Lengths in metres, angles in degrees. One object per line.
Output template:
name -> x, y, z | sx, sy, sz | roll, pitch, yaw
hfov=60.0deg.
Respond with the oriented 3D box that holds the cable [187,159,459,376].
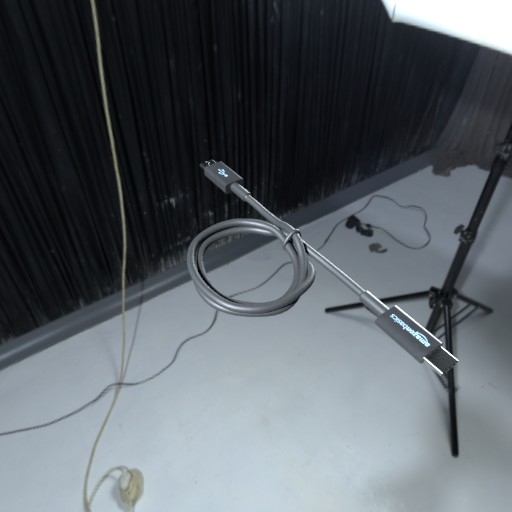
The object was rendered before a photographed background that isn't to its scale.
cable -> 0.000, 0.000, 0.221 | 0.070, 0.014, 0.192 | -26, 48, -25
